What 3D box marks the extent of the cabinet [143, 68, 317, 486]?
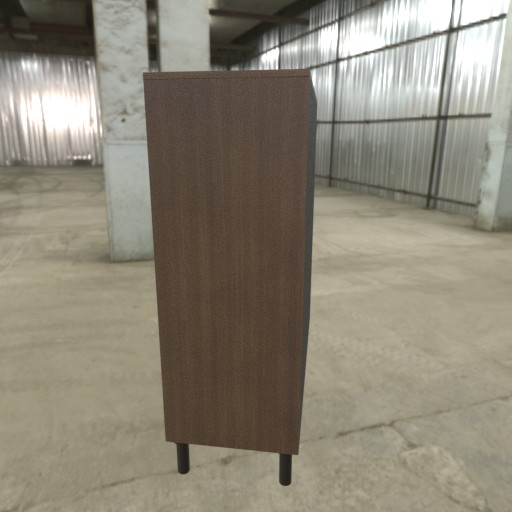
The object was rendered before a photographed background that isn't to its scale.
[{"bbox_3d":[0.000,0.000,1.673,0.400,1.170,1.010,2,15,8],"label":"cabinet"}]
